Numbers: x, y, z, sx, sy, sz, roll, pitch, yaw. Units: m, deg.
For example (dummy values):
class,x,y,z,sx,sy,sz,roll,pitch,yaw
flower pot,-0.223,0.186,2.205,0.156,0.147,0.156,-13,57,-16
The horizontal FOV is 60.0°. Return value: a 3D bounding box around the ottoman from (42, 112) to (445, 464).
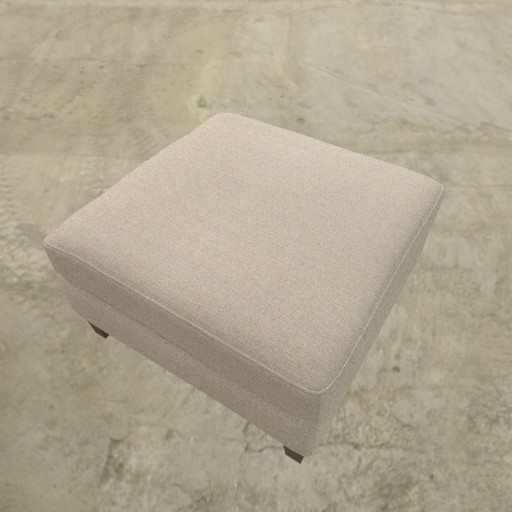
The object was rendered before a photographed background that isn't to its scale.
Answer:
class,x,y,z,sx,sy,sz,roll,pitch,yaw
ottoman,0.000,0.000,1.354,0.838,0.481,0.838,25,51,22
